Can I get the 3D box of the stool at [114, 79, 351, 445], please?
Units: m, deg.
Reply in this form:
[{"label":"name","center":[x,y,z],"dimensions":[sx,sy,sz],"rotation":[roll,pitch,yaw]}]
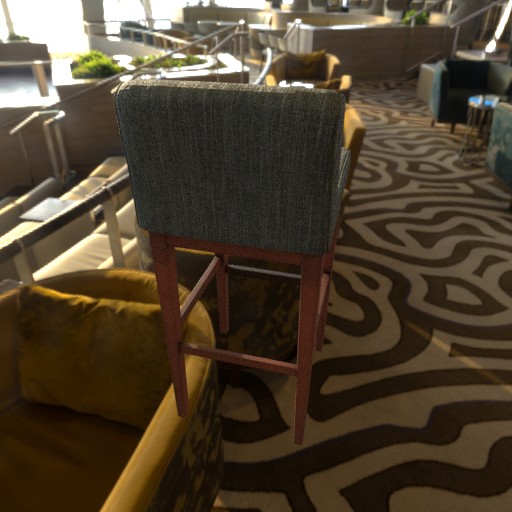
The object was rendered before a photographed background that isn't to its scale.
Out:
[{"label":"stool","center":[0.000,0.000,1.213],"dimensions":[0.426,0.965,0.499],"rotation":[8,33,13]}]
